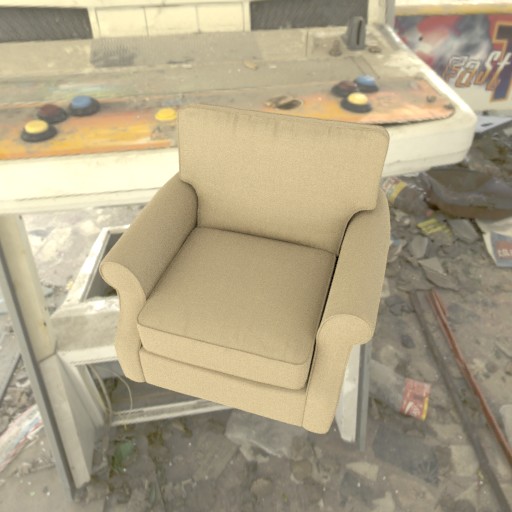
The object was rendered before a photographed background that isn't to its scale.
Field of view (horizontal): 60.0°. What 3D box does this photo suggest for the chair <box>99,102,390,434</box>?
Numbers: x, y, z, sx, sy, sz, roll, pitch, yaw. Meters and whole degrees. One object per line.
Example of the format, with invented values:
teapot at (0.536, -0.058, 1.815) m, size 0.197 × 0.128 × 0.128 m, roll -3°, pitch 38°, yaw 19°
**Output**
chair at (0.000, 0.000, 1.832) m, size 1.029 × 0.967 × 0.966 m, roll 11°, pitch 42°, yaw 13°
